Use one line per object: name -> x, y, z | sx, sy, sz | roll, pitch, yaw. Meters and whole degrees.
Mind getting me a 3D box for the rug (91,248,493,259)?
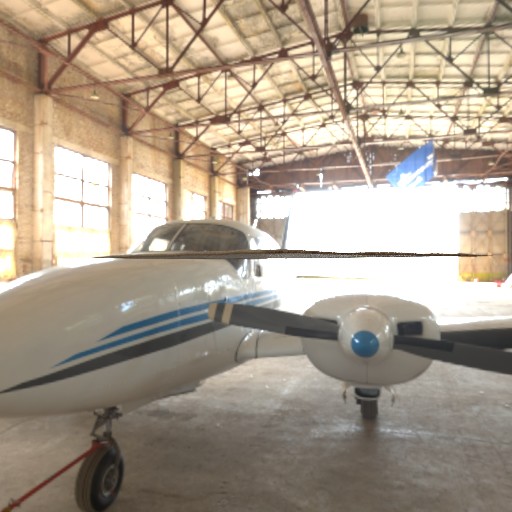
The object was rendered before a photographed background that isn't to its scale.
rug -> 0.000, 0.000, 3.018 | 1.529, 0.027, 2.434 | 1, -1, -36
